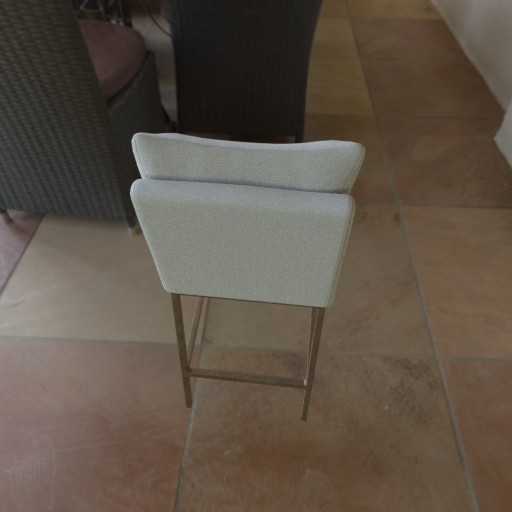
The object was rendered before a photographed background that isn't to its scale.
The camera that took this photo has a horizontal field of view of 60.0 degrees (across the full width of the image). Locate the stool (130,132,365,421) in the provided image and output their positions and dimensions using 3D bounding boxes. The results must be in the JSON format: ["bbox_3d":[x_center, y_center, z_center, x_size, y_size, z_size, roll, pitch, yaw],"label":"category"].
[{"bbox_3d":[0.000,0.000,1.333,0.463,1.032,0.572,5,47,4],"label":"stool"}]
